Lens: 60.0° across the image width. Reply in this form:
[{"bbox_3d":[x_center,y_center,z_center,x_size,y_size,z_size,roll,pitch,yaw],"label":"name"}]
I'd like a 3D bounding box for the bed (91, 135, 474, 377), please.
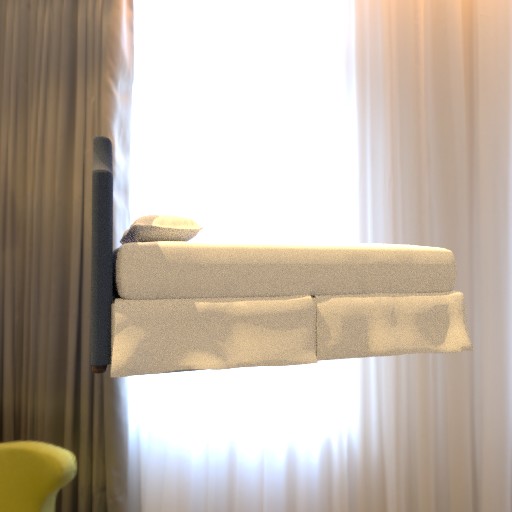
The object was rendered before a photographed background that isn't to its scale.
[{"bbox_3d":[0.000,0.000,4.022,2.773,1.488,2.350,0,-1,-20],"label":"bed"}]
